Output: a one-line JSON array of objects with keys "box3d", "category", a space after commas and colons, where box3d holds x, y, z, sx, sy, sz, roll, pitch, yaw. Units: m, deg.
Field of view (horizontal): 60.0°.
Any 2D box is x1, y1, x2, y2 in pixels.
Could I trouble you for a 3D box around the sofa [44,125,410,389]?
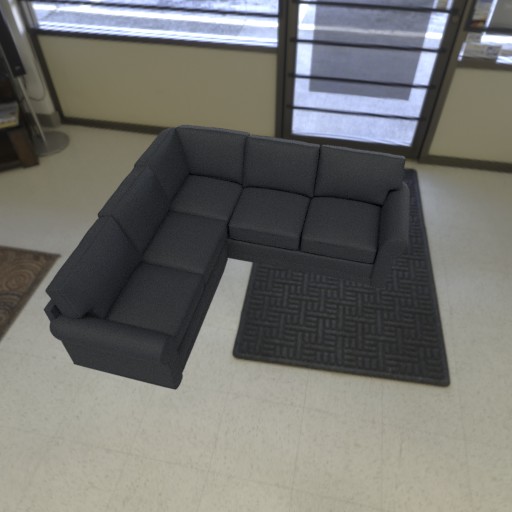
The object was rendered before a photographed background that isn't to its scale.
[{"box3d": [0.000, 0.000, 3.917, 2.562, 1.042, 2.487, 10, 47, 10], "category": "sofa"}]
